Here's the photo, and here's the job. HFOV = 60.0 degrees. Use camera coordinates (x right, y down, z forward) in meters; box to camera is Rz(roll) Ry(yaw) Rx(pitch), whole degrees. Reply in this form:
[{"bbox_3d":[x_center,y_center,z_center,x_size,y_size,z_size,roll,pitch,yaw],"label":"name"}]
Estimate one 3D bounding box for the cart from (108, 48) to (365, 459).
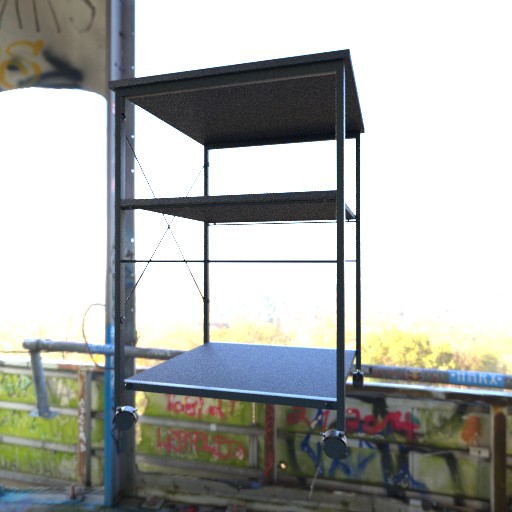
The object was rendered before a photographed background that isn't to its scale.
[{"bbox_3d":[0.000,0.000,1.140,0.520,0.762,0.521,0,-1,17],"label":"cart"}]
